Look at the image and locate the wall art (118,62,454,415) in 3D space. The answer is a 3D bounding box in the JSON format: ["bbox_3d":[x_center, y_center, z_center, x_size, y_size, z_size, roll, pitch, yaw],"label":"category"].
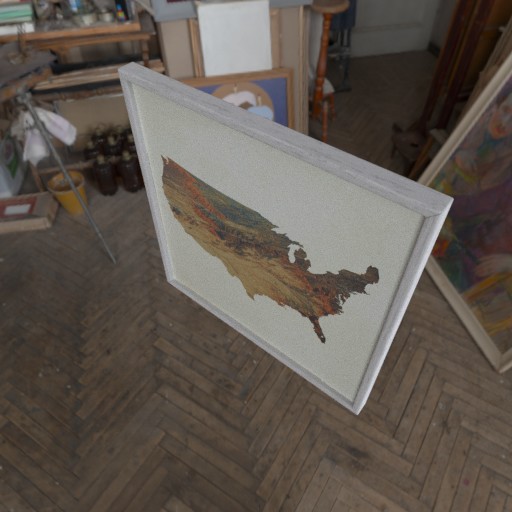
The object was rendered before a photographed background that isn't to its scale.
[{"bbox_3d":[0.000,0.000,1.902,1.287,1.288,0.078,31,55,25],"label":"wall art"}]
